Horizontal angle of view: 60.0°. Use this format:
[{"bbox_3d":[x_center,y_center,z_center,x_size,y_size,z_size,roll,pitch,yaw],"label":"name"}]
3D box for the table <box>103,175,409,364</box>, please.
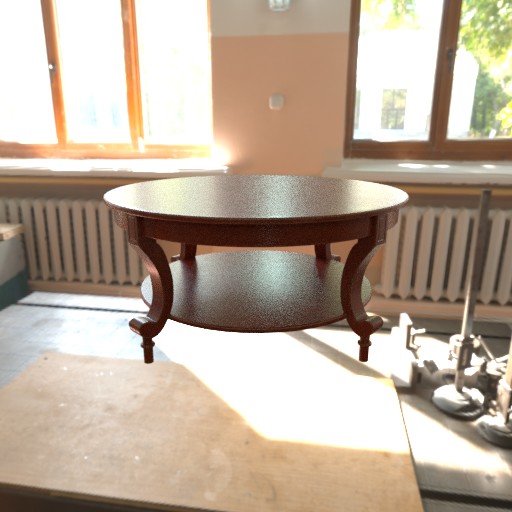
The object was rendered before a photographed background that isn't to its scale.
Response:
[{"bbox_3d":[0.000,0.000,1.628,1.029,0.486,1.029,0,16,0],"label":"table"}]
